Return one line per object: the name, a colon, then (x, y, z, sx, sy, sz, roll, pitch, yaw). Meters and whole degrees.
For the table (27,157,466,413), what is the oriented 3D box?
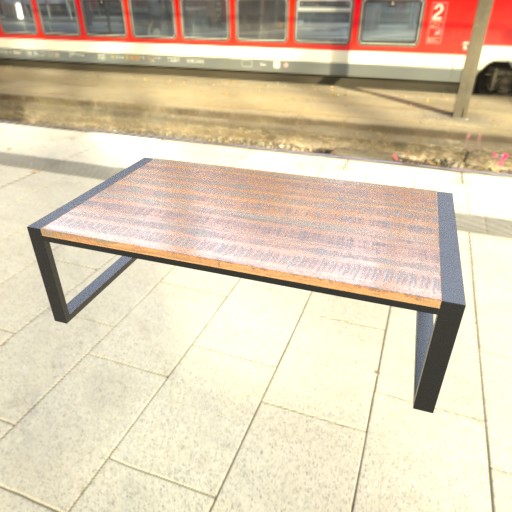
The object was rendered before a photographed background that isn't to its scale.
table: (0.000, 0.000, 1.691, 1.350, 0.400, 0.750, 10, 32, 16)
